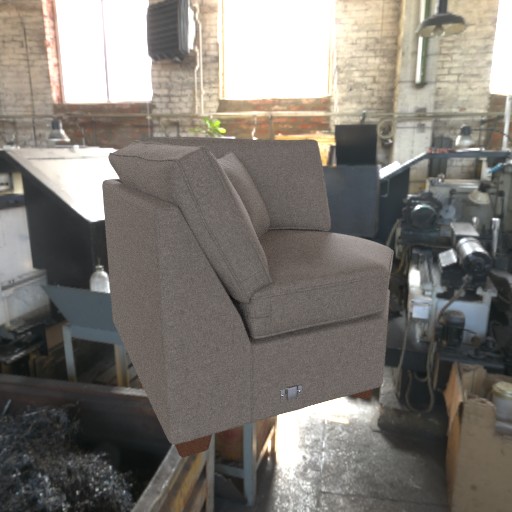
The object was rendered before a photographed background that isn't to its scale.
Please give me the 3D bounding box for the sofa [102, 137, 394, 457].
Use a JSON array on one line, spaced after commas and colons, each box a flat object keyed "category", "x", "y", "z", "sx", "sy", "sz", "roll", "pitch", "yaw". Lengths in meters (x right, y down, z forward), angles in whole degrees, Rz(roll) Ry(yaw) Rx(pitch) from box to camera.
[{"category": "sofa", "x": 0.000, "y": 0.000, "z": 1.810, "sx": 1.042, "sy": 0.951, "sz": 1.050, "roll": -6, "pitch": 15, "yaw": -24}]
